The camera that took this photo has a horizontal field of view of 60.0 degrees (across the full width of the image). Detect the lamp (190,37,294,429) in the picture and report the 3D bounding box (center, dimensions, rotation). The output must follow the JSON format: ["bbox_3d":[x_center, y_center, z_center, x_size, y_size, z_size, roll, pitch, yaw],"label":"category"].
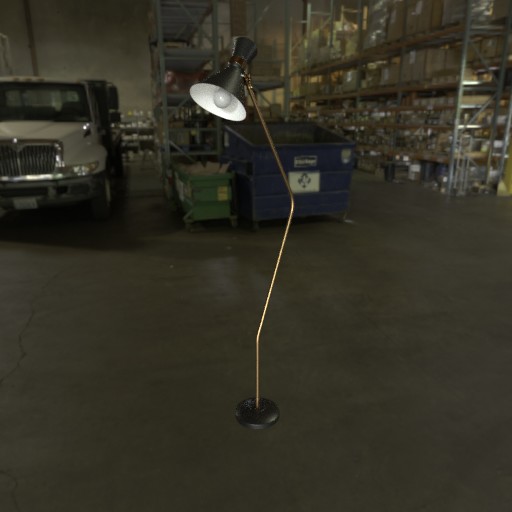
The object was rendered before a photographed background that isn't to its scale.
[{"bbox_3d":[0.000,0.000,1.607,0.467,1.438,0.277,-8,19,-25],"label":"lamp"}]
